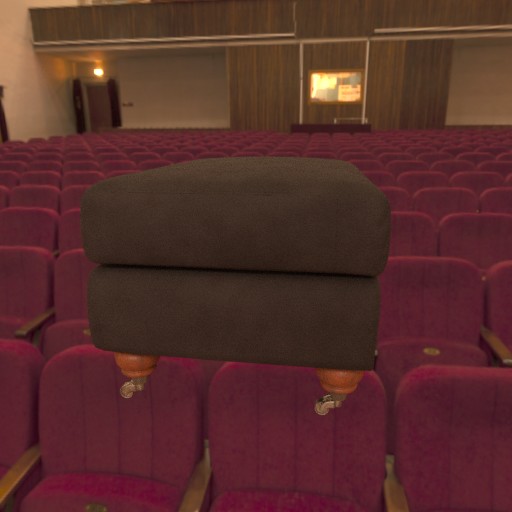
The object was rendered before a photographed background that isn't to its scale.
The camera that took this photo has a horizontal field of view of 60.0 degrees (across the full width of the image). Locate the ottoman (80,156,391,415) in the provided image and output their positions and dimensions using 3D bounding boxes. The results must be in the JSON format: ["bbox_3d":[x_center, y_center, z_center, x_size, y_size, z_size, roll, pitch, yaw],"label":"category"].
[{"bbox_3d":[0.000,0.000,1.161,0.574,0.497,0.773,2,16,8],"label":"ottoman"}]
